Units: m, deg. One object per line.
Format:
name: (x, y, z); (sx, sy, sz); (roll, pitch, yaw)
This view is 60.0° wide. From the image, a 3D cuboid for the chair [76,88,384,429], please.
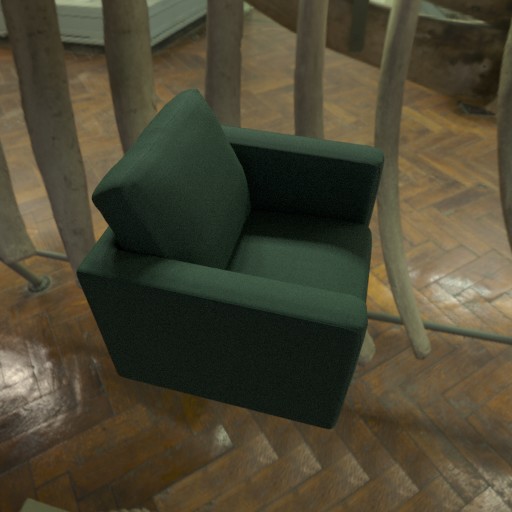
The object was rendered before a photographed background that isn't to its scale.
chair: (0.000, 0.000, 1.559); (0.800, 0.927, 0.855); (11, 47, 10)
